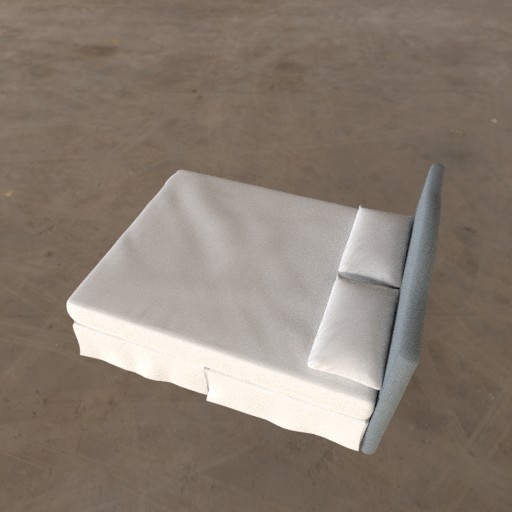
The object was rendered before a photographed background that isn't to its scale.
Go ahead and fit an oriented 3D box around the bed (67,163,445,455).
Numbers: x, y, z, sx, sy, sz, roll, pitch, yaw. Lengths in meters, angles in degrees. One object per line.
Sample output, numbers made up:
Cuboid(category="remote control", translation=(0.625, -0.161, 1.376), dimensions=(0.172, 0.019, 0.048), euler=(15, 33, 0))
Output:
Cuboid(category="bed", translation=(0.000, 0.000, 3.888), dimensions=(2.689, 1.457, 2.161), euler=(15, 48, 14))
